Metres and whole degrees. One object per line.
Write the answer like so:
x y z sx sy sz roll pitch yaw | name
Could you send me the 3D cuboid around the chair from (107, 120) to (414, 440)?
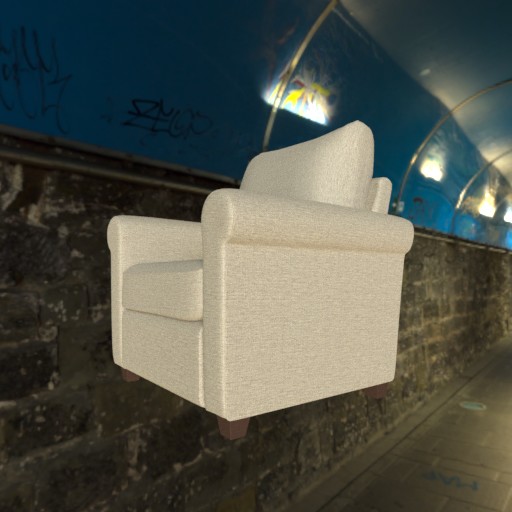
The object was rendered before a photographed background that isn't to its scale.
0.000 0.000 2.331 1.180 1.349 1.275 1 -2 -37 | chair
